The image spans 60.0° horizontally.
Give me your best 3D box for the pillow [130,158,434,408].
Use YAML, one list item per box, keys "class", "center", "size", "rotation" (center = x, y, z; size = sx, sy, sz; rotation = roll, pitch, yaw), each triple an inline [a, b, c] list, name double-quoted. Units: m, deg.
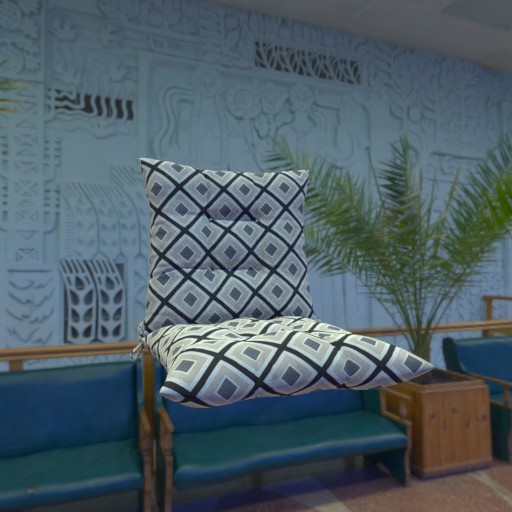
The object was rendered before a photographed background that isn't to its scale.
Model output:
- class: "pillow"
  center: [0.000, 0.000, 1.023]
  size: [0.541, 0.536, 0.585]
  rotation: [0, -2, -19]
